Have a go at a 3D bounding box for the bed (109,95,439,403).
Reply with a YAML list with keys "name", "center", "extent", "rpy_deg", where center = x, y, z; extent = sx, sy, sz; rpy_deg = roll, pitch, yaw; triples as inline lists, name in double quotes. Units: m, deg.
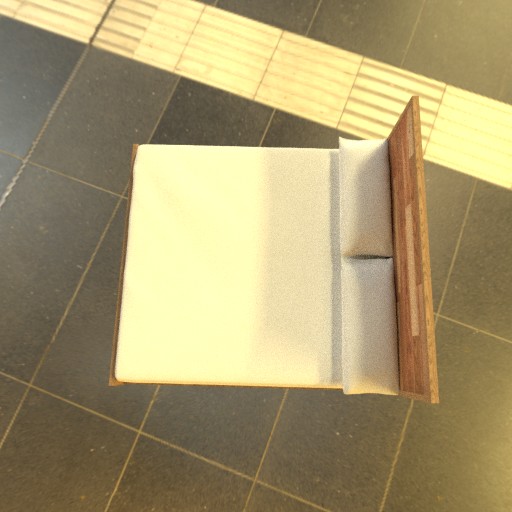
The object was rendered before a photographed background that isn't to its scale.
- name: "bed"
  center: [0.000, 0.000, 3.444]
  extent: [2.184, 1.295, 2.013]
  rpy_deg: [2, 76, 0]
